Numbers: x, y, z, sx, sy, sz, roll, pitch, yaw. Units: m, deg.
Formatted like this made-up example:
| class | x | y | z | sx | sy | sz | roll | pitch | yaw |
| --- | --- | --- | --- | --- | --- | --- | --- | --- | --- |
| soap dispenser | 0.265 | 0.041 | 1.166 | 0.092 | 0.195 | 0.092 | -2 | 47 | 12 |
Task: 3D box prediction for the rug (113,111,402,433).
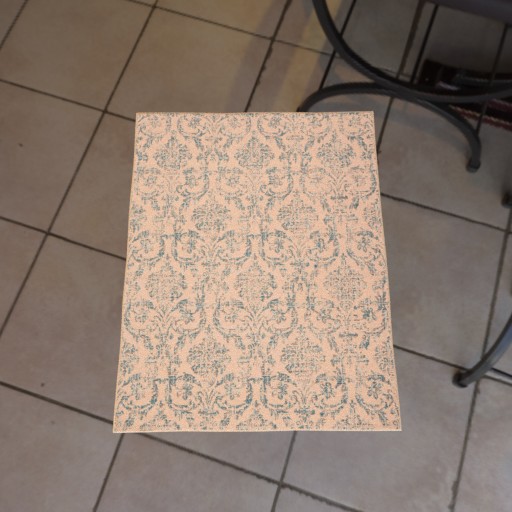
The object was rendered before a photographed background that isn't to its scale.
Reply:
| class | x | y | z | sx | sy | sz | roll | pitch | yaw |
| --- | --- | --- | --- | --- | --- | --- | --- | --- | --- |
| rug | 0.000 | 0.000 | 4.021 | 2.363 | 0.012 | 2.980 | 0 | 75 | 0 |
